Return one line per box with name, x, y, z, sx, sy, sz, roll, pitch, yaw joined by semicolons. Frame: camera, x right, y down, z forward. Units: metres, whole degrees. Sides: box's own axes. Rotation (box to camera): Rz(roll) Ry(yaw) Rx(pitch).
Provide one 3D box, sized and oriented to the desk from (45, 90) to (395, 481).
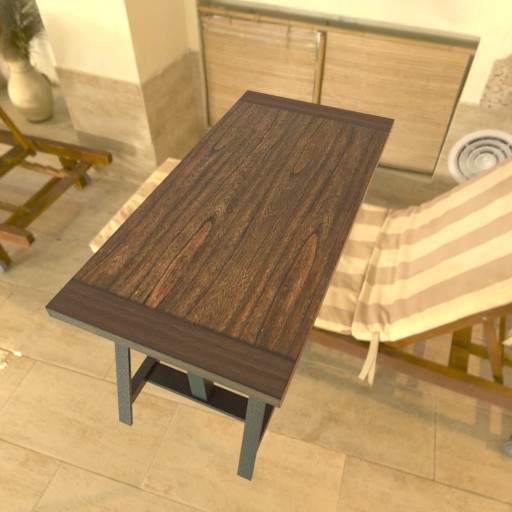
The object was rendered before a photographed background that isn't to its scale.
desk;0.000;0.000;1.983;0.784;0.725;1.543;17;49;16
